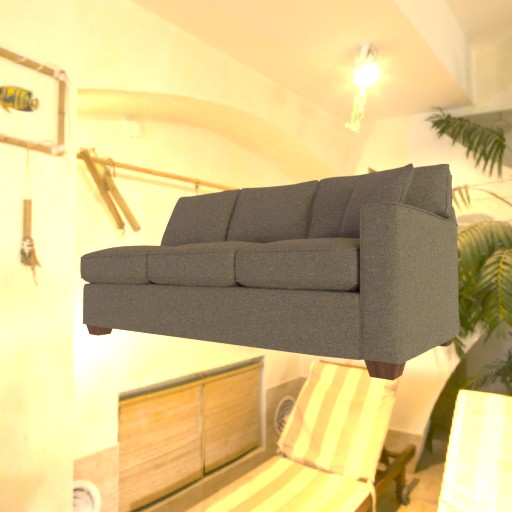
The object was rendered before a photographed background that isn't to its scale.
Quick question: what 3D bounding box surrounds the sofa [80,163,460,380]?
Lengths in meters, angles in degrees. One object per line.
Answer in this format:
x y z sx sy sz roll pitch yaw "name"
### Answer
0.000 0.000 2.529 1.963 0.946 1.034 -1 -2 36 "sofa"
